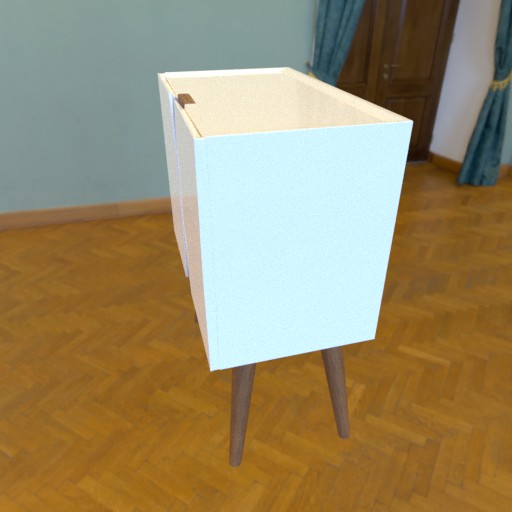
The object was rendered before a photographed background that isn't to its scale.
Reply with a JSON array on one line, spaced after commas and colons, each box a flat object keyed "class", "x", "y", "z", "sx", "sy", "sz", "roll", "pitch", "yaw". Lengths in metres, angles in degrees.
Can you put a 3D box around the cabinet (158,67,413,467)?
[{"class": "cabinet", "x": 0.000, "y": 0.000, "z": 1.089, "sx": 0.344, "sy": 0.772, "sz": 0.591, "roll": -8, "pitch": 32, "yaw": -13}]
